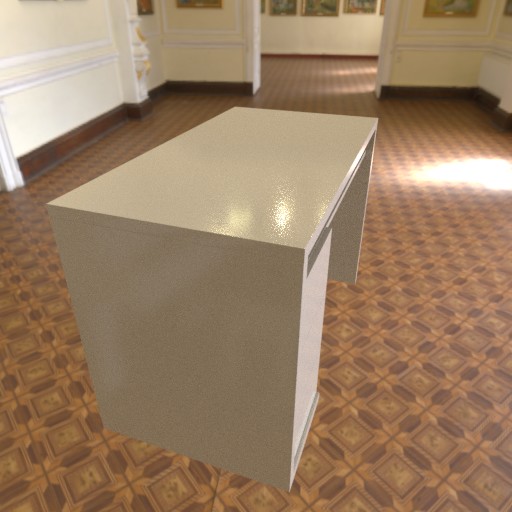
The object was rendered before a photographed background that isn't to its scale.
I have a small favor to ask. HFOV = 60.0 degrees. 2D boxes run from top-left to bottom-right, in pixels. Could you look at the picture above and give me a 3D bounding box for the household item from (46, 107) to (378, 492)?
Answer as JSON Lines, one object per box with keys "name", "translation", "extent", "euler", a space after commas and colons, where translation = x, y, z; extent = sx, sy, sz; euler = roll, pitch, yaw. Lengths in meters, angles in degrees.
{"name": "household item", "translation": [0.000, 0.000, 1.536], "extent": [0.597, 0.749, 1.100], "euler": [10, 32, 17]}
